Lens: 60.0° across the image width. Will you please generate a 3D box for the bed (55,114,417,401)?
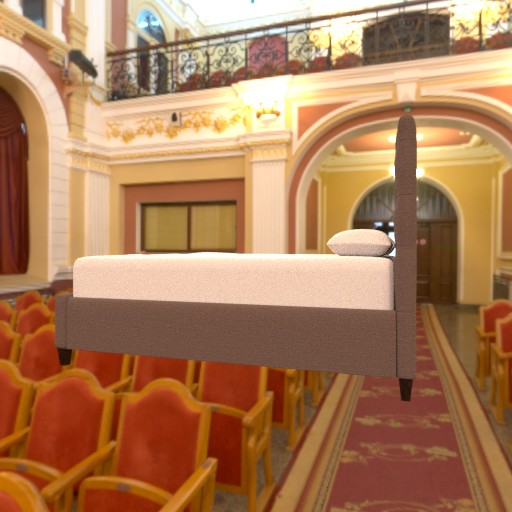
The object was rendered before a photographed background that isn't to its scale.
[{"bbox_3d":[0.000,0.000,3.322,2.233,1.426,1.696,0,1,19],"label":"bed"}]
